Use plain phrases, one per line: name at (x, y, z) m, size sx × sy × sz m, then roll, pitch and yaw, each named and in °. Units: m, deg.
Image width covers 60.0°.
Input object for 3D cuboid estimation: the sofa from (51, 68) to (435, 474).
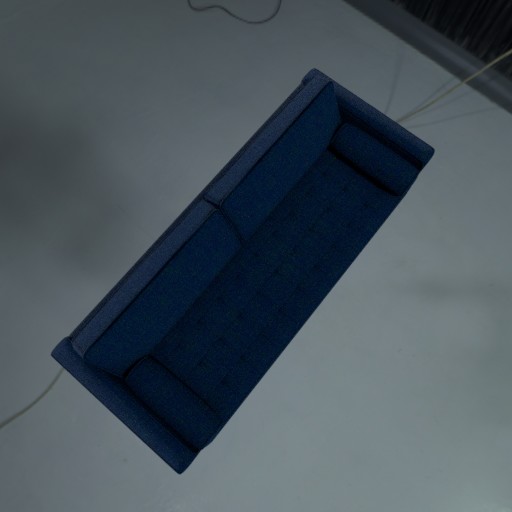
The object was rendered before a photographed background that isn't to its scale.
sofa at (0.000, 0.000, 2.560) m, size 0.914 × 0.762 × 2.210 m, roll 38°, pitch 78°, yaw 10°
